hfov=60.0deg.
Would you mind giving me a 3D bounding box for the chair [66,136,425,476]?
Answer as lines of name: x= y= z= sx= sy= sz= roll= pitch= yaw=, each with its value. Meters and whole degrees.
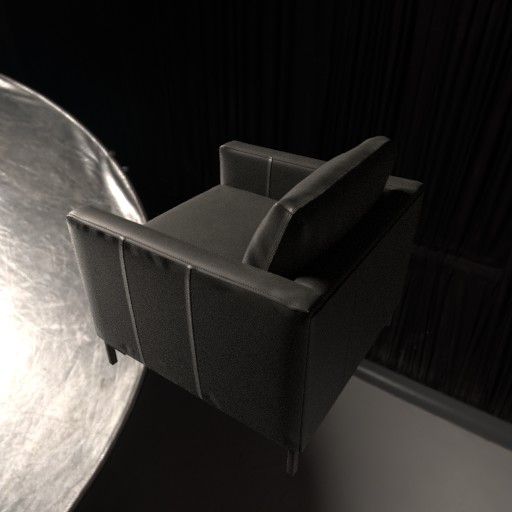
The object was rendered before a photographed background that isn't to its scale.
chair: x=0.000 y=0.000 z=1.523 sx=0.861 sy=0.824 sz=0.967 roll=20 pitch=37 yaw=28
